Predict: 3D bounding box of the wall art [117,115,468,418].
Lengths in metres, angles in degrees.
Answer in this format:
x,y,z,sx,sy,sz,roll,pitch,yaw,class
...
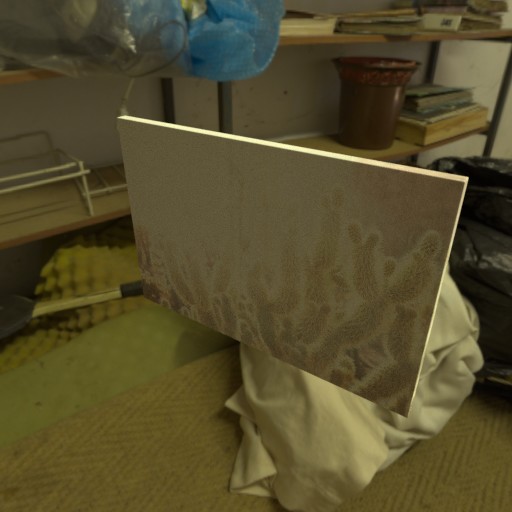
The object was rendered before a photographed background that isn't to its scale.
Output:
x,y,z,sx,sy,sz,roll,pitch,yaw,class
0.000,0.000,1.458,1.142,0.758,0.041,19,34,29,wall art
